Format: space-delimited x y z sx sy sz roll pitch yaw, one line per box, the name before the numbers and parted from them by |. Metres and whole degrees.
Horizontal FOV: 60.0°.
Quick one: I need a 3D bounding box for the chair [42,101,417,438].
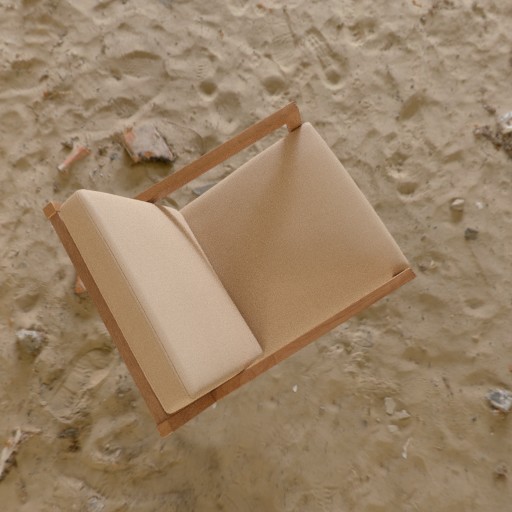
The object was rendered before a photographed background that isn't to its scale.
chair | 0.000 0.000 1.393 0.857 0.790 0.622 -31 78 -7
